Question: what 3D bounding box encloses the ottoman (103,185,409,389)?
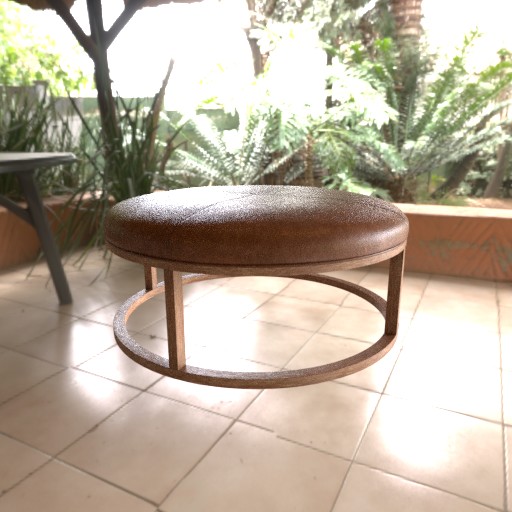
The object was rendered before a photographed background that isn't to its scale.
[{"bbox_3d":[0.000,0.000,1.566,1.006,0.445,1.006,0,15,0],"label":"ottoman"}]
